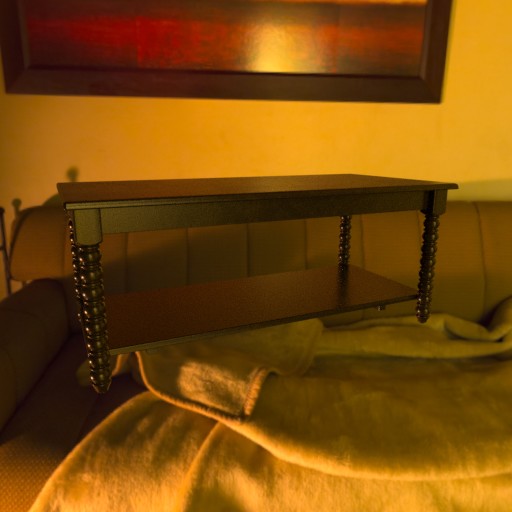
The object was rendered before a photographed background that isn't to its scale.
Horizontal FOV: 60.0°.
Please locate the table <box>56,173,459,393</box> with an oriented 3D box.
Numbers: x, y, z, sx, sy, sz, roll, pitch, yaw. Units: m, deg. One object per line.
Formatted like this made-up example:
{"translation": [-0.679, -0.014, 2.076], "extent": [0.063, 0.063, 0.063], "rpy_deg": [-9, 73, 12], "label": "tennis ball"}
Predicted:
{"translation": [0.000, 0.000, 1.489], "extent": [1.171, 0.487, 0.580], "rpy_deg": [-6, 15, -24], "label": "table"}
